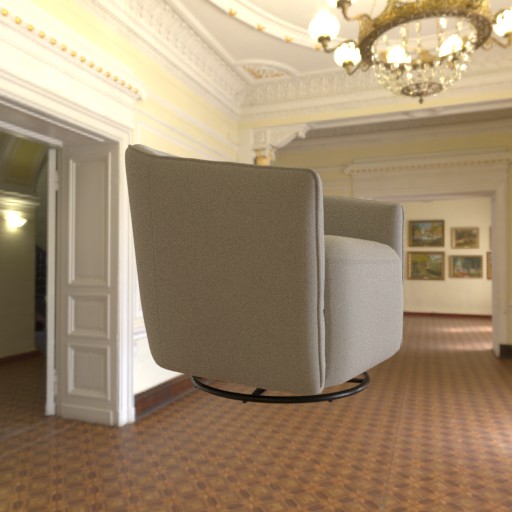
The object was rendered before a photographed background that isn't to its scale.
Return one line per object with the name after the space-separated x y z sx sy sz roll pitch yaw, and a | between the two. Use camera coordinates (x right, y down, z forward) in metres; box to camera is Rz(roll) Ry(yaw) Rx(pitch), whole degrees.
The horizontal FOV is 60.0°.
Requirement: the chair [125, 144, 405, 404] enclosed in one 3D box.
0.000 0.000 1.505 0.875 0.799 0.747 -1 -2 34 | chair
